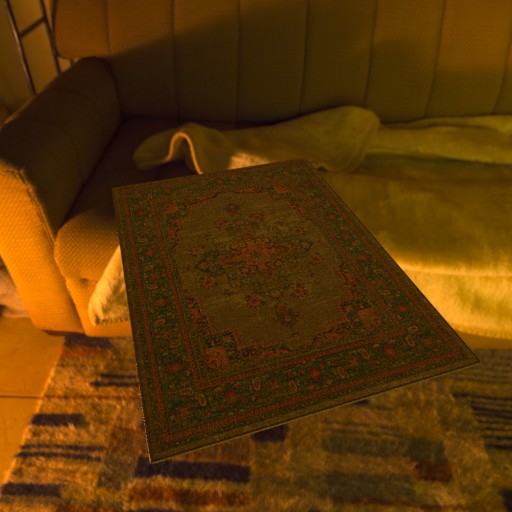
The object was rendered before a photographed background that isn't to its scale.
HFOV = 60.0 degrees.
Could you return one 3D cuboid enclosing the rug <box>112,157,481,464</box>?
[{"bbox_3d":[0.000,0.000,2.779,1.609,0.013,2.214,-12,42,-14],"label":"rug"}]
